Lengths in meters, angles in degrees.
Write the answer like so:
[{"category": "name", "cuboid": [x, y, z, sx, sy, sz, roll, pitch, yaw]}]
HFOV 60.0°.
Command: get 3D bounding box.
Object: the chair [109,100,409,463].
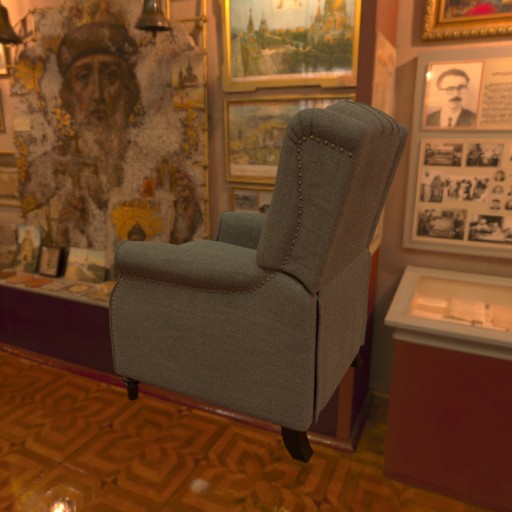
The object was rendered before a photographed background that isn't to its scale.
[{"category": "chair", "cuboid": [0.000, 0.000, 1.605, 0.898, 1.035, 0.742, 8, 17, 26]}]
